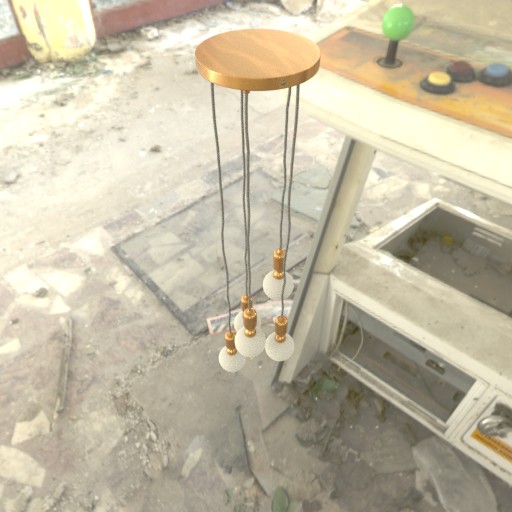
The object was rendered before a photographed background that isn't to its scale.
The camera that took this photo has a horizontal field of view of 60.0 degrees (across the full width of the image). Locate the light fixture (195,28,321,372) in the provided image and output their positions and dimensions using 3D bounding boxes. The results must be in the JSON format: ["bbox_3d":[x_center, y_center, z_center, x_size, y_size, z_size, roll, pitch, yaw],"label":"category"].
[{"bbox_3d":[0.000,0.000,0.505,0.108,0.457,0.105,-16,48,-15],"label":"light fixture"}]
